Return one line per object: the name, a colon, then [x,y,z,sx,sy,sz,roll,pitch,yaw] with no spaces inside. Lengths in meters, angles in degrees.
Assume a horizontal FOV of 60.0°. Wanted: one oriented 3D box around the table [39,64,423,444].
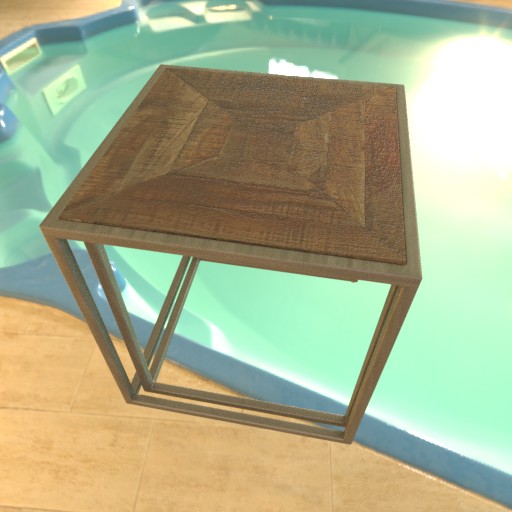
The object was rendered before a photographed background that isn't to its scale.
table: [0.000,0.000,0.835,0.449,0.500,0.450,8,48,7]
